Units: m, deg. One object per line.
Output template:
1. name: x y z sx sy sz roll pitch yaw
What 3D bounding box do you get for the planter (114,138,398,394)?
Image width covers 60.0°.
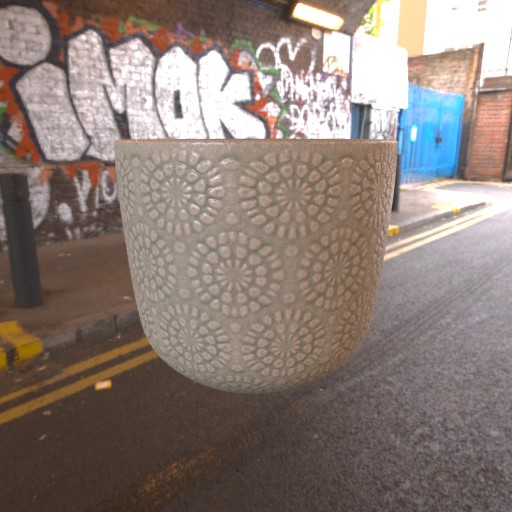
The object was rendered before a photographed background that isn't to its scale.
1. planter: 0.000 0.000 0.215 0.124 0.109 0.124 0 14 0
